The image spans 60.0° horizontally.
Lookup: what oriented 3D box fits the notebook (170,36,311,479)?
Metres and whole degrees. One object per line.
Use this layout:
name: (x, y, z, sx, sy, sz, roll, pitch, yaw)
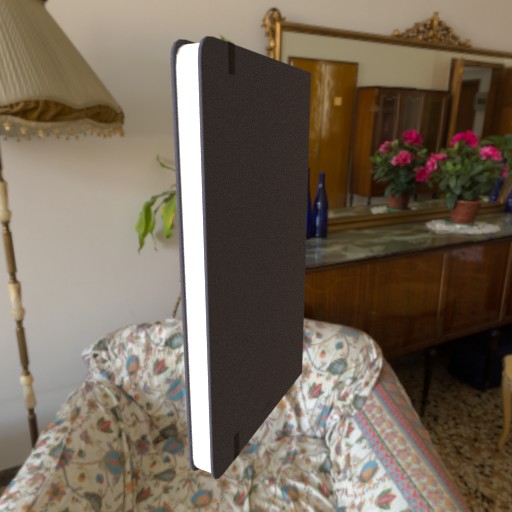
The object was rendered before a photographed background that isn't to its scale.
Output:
notebook: (0.000, 0.000, 0.257, 0.016, 0.213, 0.127, 7, 17, 26)
